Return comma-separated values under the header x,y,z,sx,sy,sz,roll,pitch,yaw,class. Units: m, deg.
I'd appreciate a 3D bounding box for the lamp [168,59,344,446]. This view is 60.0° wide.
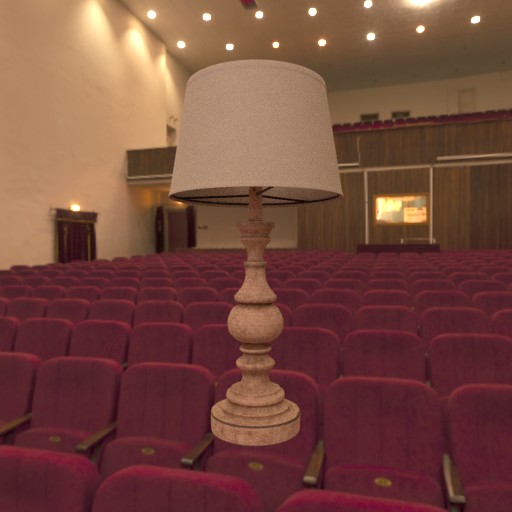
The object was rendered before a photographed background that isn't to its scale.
x,y,z,sx,sy,sz,roll,pitch,yaw,class
0.000,0.000,0.876,0.340,0.678,0.340,0,0,0,lamp
